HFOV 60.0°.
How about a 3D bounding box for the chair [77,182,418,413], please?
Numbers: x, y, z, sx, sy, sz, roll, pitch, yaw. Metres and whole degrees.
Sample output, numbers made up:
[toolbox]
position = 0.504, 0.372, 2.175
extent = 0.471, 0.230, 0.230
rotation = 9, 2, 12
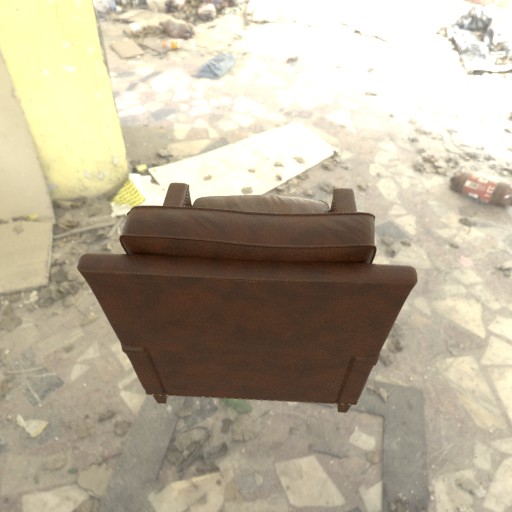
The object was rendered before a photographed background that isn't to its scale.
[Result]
[chair]
position = 0.000, 0.000, 1.767
extent = 0.854, 1.054, 1.035
rotation = 2, 45, 2
